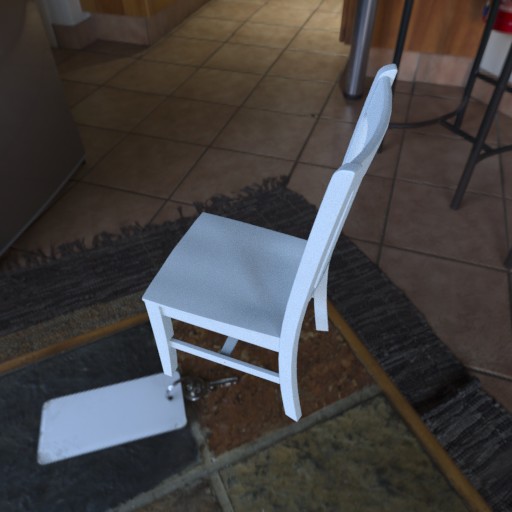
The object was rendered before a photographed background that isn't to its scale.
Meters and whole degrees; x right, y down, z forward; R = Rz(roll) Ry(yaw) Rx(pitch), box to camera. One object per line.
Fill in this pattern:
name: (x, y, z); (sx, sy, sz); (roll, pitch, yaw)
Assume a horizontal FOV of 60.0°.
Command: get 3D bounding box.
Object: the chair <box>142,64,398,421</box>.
chair: (0.000, 0.000, 1.274); (0.555, 0.998, 0.450); (15, 48, 14)
